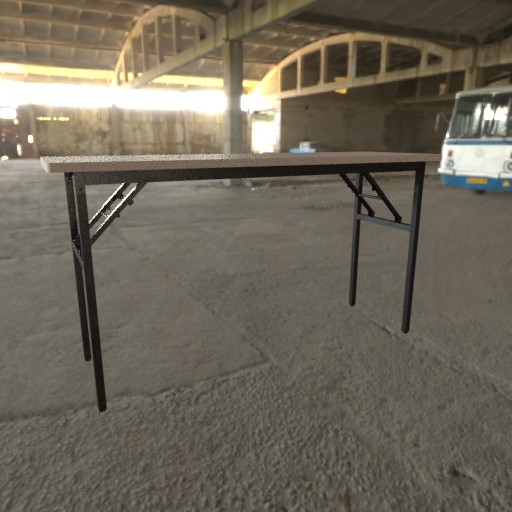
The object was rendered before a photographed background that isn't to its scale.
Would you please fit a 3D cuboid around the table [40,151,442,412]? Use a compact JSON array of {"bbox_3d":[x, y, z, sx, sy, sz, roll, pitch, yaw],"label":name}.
[{"bbox_3d":[0.000,0.000,1.695,1.397,0.750,0.447,-7,16,-26],"label":"table"}]
